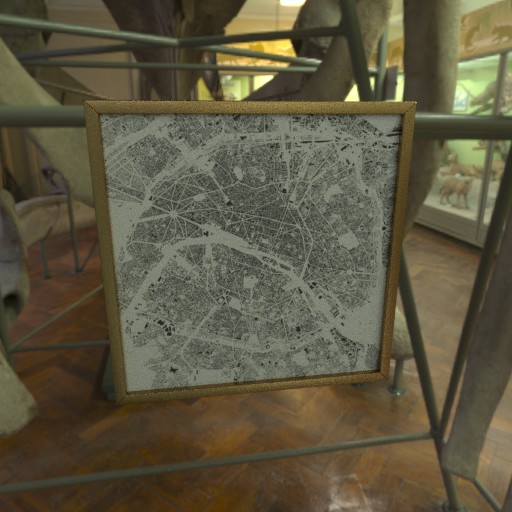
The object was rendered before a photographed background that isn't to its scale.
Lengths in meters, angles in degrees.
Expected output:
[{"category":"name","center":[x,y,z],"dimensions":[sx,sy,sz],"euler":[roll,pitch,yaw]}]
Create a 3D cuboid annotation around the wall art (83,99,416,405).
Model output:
[{"category":"wall art","center":[0.000,0.000,0.462],"dimensions":[0.305,0.305,0.037],"euler":[-3,17,-8]}]
